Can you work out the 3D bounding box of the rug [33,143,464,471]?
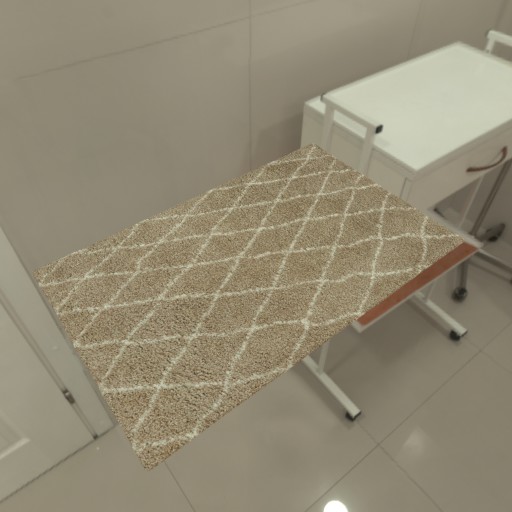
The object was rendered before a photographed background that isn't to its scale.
[{"bbox_3d":[0.000,0.000,2.928,2.438,0.030,1.524,-29,53,-25],"label":"rug"}]
